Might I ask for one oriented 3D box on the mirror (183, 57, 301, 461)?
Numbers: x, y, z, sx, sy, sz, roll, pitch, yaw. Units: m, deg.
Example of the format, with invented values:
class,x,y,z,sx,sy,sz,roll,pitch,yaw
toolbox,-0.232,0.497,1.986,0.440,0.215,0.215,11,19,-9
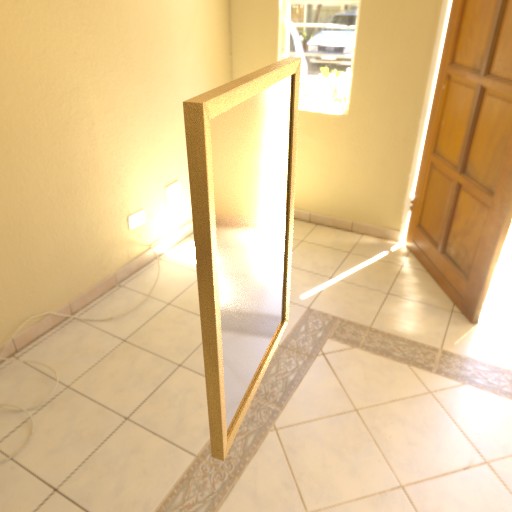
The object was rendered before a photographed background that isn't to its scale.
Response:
class,x,y,z,sx,sy,sz,roll,pitch,yaw
mirror,0.000,0.000,1.190,0.040,0.915,0.609,10,32,17
